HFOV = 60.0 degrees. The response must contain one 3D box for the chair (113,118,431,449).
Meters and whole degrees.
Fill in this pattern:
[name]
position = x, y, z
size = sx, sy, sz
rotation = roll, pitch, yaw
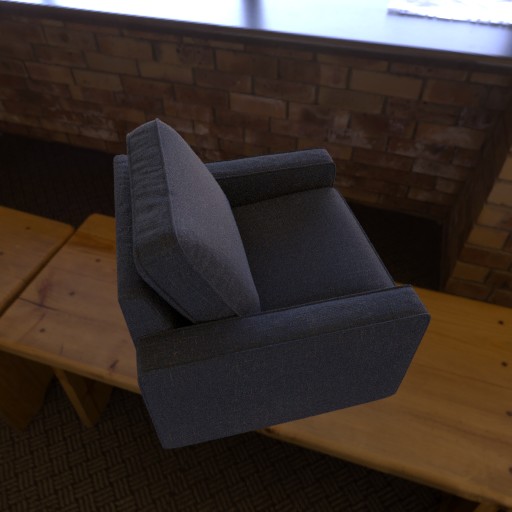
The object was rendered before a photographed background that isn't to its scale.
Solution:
[chair]
position = 0.000, 0.000, 1.726
size = 0.940, 0.919, 1.017
rotation = -10, 47, -9
